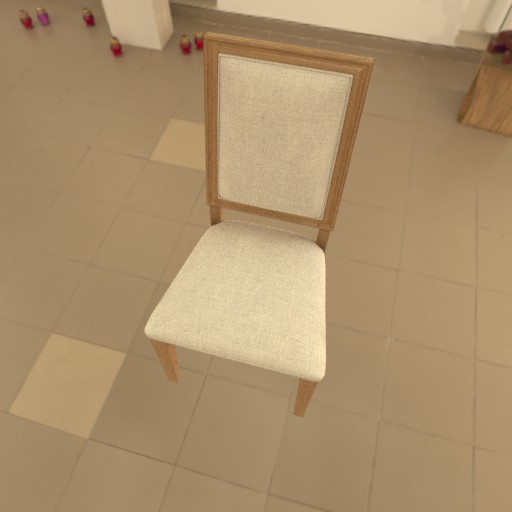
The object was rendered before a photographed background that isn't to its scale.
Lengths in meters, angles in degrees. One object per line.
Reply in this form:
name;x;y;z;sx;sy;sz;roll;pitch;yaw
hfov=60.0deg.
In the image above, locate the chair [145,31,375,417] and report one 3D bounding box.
chair;0.000;0.000;1.320;0.536;0.988;0.601;13;59;8
